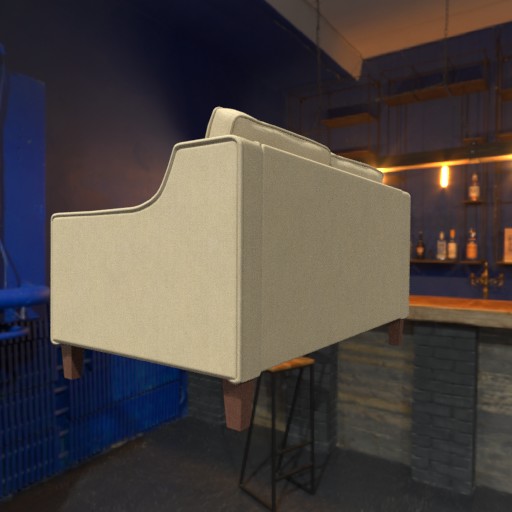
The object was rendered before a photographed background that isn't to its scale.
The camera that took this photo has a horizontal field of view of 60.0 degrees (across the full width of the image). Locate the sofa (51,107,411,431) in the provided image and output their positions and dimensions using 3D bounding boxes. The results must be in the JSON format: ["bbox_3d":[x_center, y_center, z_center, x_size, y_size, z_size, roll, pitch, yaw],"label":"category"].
[{"bbox_3d":[0.000,0.000,2.091,0.987,0.971,1.501,1,1,36],"label":"sofa"}]
